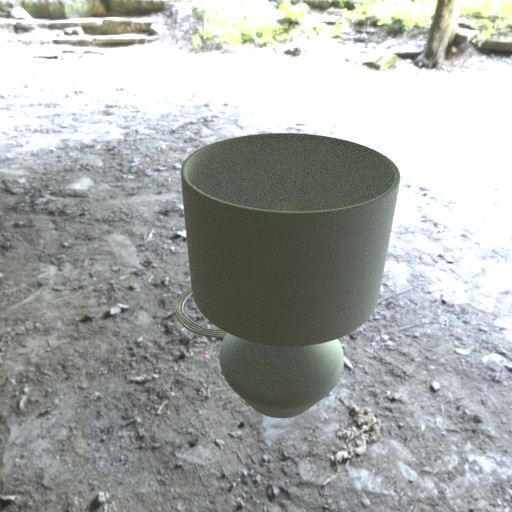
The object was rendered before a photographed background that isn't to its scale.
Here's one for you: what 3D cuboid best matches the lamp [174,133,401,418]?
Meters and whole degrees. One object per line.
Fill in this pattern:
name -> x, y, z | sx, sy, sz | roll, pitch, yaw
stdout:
lamp -> 0.000, 0.000, 0.850 | 0.401, 0.457, 0.546 | 0, 32, 0
